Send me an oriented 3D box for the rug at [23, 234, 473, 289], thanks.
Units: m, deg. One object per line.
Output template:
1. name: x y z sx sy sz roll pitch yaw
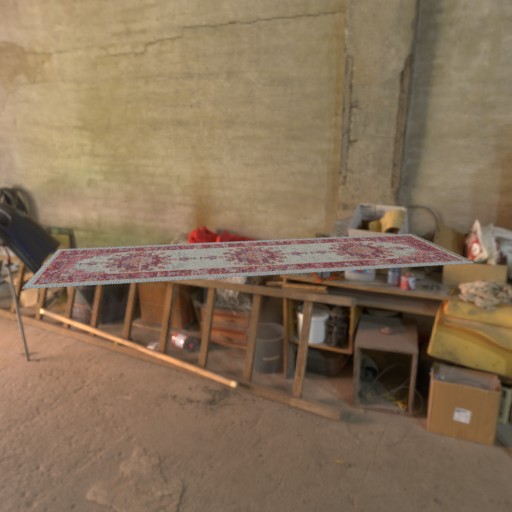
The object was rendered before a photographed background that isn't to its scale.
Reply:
1. rug: 0.000 0.000 2.531 2.294 0.011 0.666 -3 17 -10
